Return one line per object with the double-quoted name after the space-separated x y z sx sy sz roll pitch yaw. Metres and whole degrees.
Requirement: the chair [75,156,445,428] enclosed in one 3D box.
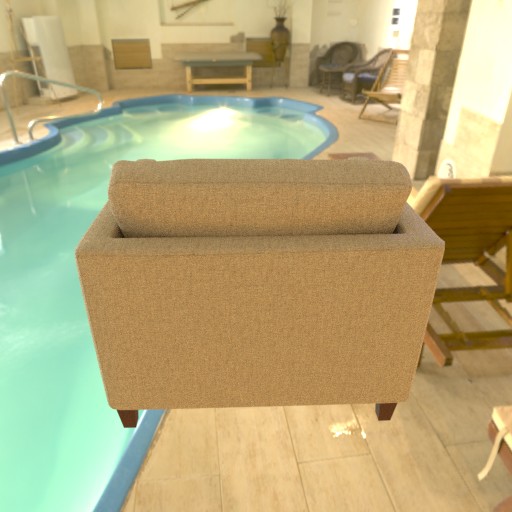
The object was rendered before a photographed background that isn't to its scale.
0.000 0.000 1.814 1.107 0.961 0.959 -1 29 -2 "chair"
